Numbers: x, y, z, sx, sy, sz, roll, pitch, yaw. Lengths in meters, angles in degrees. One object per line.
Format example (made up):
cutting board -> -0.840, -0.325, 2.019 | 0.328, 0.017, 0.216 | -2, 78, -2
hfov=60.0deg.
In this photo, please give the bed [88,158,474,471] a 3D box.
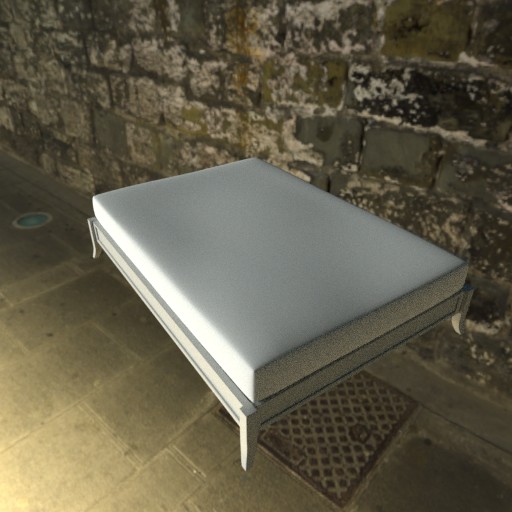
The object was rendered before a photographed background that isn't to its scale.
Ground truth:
bed -> 0.000, 0.000, 2.684 | 1.460, 0.510, 1.985 | -20, 37, -29
